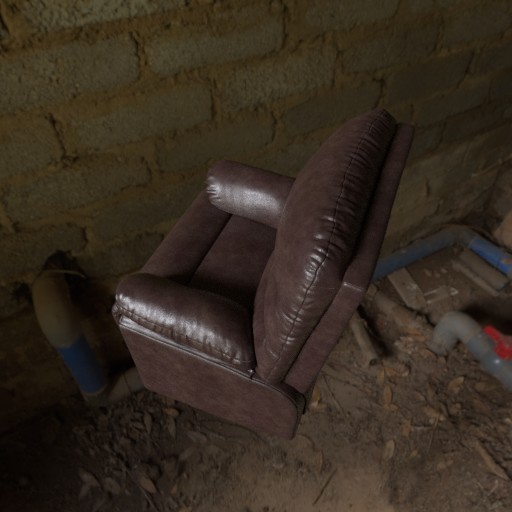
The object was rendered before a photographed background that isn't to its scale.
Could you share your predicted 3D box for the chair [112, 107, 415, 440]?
[{"bbox_3d":[0.000,0.000,1.707,0.879,1.041,0.940,16,49,15],"label":"chair"}]
